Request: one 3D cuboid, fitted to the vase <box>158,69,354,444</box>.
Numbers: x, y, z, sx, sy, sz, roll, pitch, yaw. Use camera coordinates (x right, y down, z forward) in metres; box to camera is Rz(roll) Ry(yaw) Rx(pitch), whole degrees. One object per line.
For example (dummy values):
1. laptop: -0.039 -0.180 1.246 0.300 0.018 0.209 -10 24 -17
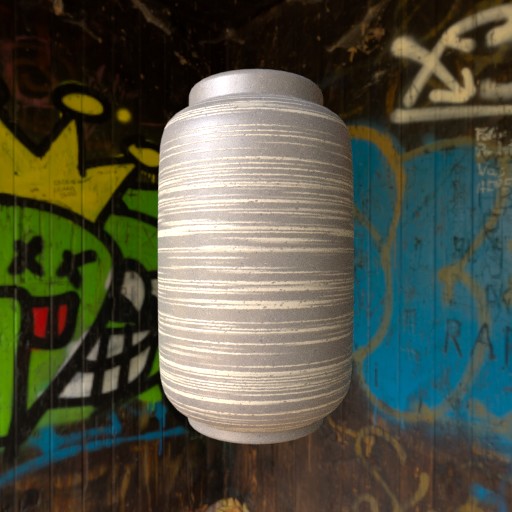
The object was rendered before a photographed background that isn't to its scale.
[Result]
1. vase: 0.000 0.000 0.687 0.297 0.499 0.297 0 0 0
